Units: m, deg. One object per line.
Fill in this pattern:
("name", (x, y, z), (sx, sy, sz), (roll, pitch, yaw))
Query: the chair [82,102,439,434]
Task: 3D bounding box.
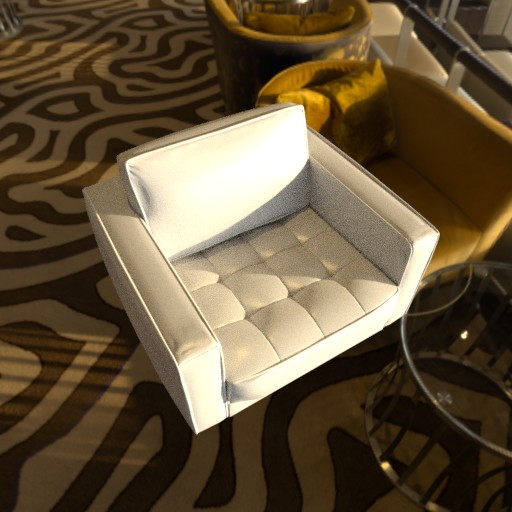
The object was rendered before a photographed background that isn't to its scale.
("chair", (0.000, 0.000, 1.546), (0.928, 0.773, 0.843), (-24, 52, -20))
